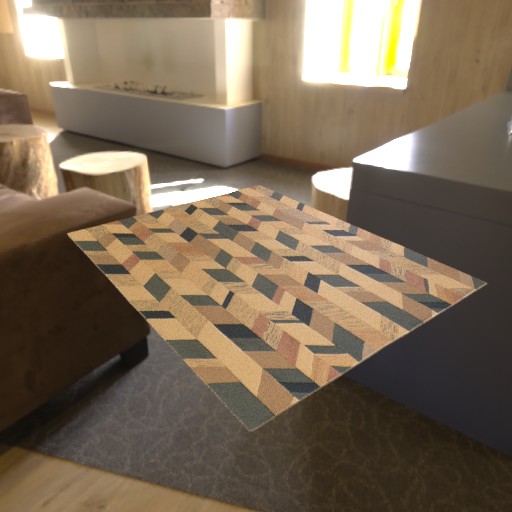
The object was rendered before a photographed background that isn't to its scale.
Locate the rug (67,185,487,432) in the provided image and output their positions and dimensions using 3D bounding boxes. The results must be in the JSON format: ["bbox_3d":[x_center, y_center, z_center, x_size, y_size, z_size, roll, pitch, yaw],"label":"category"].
[{"bbox_3d":[0.000,0.000,4.037,2.451,0.011,3.072,-20,34,-32],"label":"rug"}]
